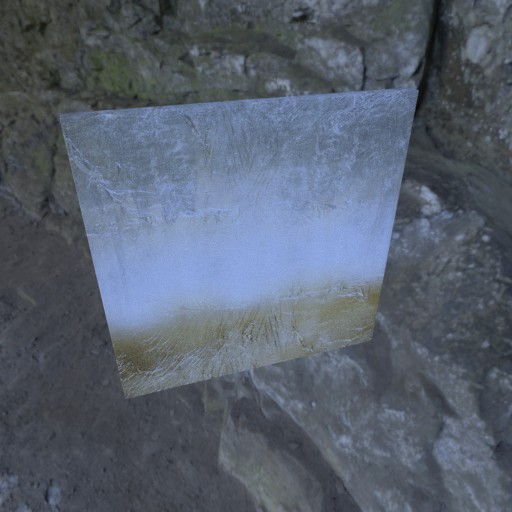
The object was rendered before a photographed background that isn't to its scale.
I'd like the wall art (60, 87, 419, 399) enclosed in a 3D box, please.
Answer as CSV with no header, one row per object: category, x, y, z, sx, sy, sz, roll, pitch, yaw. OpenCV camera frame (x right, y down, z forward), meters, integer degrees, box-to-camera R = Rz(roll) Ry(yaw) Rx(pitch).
wall art,0.000,0.000,1.610,1.092,1.091,0.051,-10,34,-15
